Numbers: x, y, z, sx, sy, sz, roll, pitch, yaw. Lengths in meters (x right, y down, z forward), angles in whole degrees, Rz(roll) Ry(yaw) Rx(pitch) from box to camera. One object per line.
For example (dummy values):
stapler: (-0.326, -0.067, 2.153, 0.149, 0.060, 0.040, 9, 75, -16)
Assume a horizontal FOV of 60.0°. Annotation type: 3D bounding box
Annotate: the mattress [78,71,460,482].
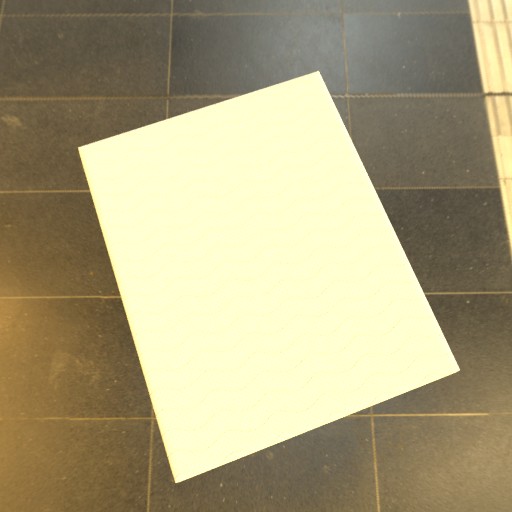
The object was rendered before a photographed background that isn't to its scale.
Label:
mattress: (0.000, 0.000, 2.644, 1.600, 0.230, 2.000, -20, 76, -5)
